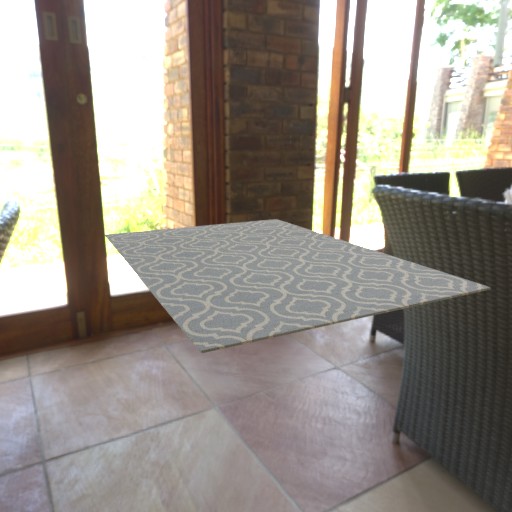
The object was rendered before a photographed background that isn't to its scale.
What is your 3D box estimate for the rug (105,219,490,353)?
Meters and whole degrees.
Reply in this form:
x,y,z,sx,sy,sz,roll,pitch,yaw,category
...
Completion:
x,y,z,sx,sy,sz,roll,pitch,yaw,category
0.000,0.000,2.681,1.451,0.010,2.080,-7,16,-26,rug
